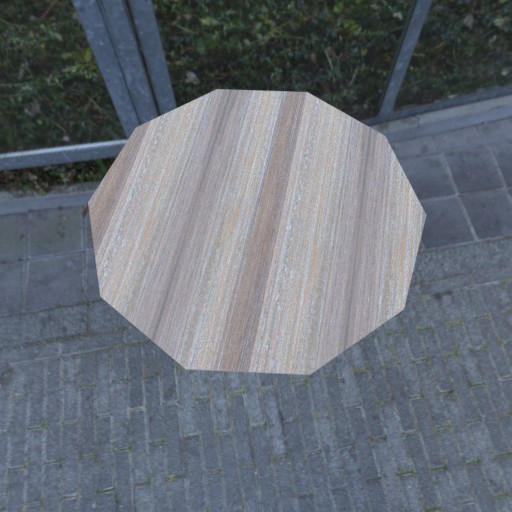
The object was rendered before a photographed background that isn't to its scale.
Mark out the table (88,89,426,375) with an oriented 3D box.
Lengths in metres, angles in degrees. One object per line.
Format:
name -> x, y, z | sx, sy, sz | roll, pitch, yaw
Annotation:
table -> 0.000, 0.000, 1.890 | 1.186, 0.752, 1.186 | 0, 64, 0
